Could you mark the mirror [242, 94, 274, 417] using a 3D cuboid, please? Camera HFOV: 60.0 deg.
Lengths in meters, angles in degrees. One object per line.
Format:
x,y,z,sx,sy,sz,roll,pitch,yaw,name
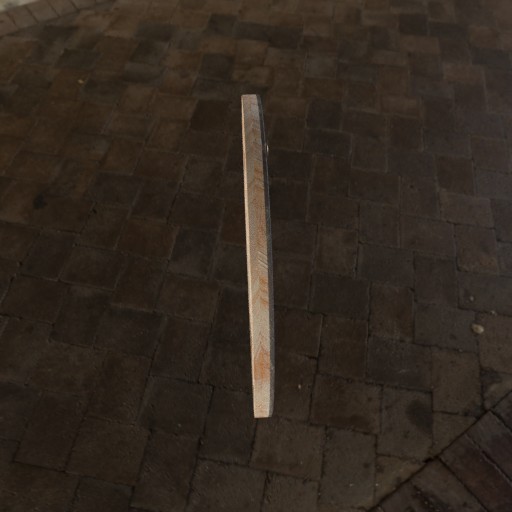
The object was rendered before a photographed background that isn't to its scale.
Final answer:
0.000,0.000,1.039,0.038,0.710,0.710,-2,57,-1,mirror
